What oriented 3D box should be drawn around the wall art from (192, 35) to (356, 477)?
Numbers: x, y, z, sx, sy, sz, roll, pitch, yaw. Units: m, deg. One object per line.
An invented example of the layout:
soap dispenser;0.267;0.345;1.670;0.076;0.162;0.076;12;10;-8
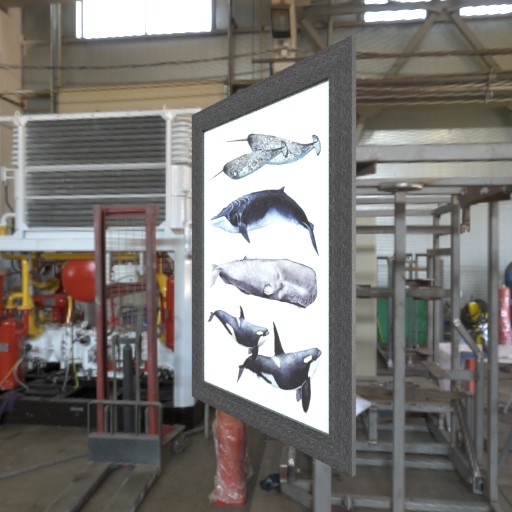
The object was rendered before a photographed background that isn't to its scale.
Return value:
wall art;0.000;0.000;1.445;0.016;1.116;0.810;0;0;-38
